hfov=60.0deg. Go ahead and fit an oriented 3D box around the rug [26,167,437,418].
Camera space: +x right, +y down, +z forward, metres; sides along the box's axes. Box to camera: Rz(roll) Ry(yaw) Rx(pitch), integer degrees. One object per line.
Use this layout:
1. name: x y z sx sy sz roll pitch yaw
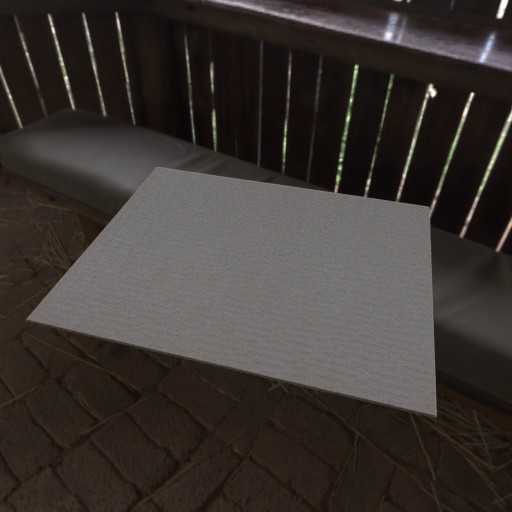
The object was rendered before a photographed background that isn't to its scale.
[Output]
1. rug: 0.000 0.000 4.009 3.055 0.021 2.410 10 43 11
